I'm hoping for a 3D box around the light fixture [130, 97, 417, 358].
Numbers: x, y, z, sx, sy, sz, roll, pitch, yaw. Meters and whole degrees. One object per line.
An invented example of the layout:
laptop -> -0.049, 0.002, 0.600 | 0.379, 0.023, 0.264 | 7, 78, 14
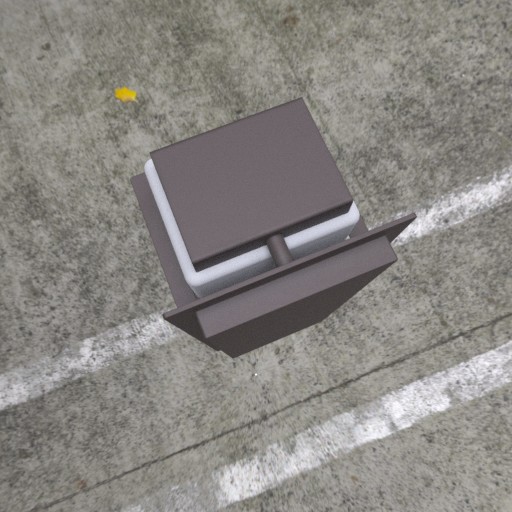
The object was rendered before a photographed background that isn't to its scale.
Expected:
light fixture -> 0.000, 0.000, 0.424 | 0.153, 0.347, 0.146 | -22, 76, -6
